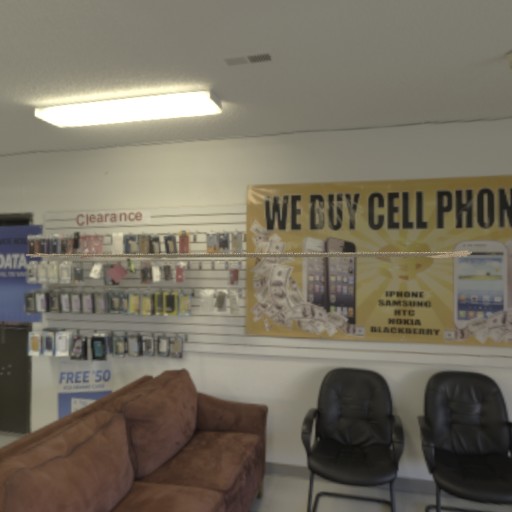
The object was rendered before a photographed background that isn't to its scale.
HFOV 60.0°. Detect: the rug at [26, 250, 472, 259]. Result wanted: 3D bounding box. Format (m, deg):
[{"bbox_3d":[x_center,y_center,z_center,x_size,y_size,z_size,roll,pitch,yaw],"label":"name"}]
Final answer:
[{"bbox_3d":[0.000,0.000,3.075,2.523,0.034,1.528,0,-1,18],"label":"rug"}]
